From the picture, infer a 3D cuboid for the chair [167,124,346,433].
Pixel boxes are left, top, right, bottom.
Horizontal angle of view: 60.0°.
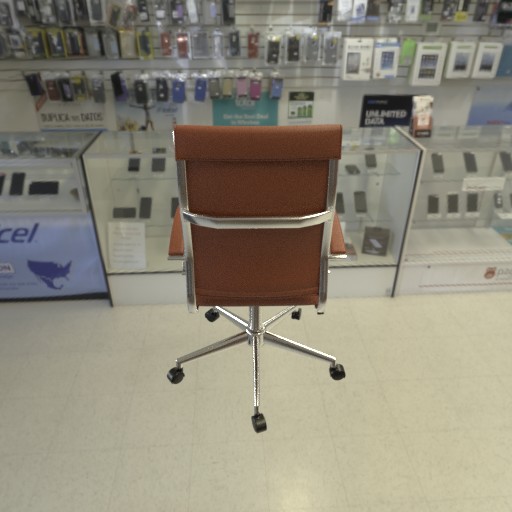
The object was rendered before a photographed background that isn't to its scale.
[{"bbox_3d":[0.000,0.000,1.698,0.766,1.149,0.739,-1,31,-1],"label":"chair"}]
